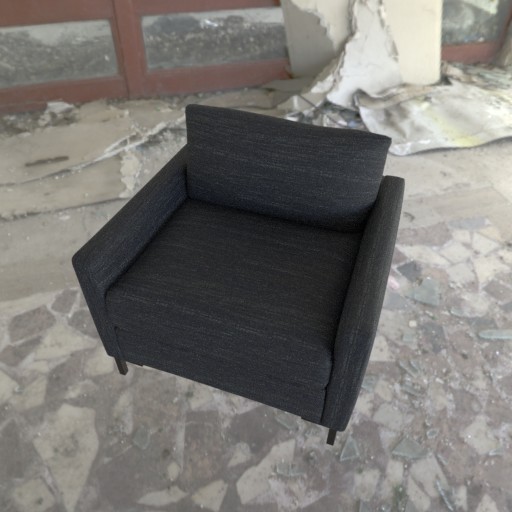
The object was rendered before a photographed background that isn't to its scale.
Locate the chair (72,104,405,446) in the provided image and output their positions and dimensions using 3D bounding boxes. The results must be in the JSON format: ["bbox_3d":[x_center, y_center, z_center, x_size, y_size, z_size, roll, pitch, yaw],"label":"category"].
[{"bbox_3d":[0.000,0.000,1.667,0.963,0.861,0.866,13,43,15],"label":"chair"}]
